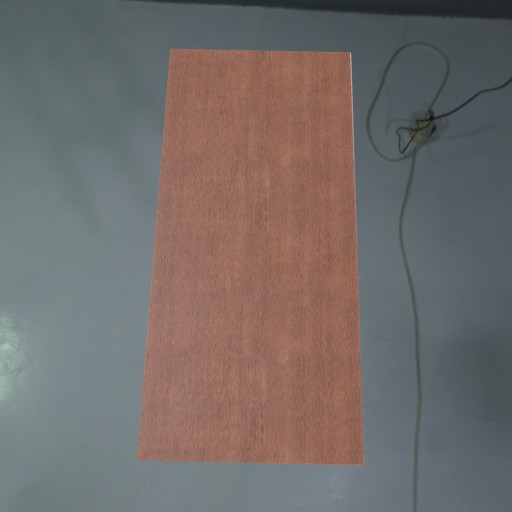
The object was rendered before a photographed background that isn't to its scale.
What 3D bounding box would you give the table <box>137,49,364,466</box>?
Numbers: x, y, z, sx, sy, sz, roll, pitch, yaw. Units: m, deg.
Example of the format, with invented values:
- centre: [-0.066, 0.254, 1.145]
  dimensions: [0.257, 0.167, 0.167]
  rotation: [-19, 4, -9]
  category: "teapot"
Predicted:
- centre: [0.000, 0.000, 1.282]
  dimensions: [0.483, 0.457, 1.016]
  rotation: [1, 76, 0]
  category: "table"
